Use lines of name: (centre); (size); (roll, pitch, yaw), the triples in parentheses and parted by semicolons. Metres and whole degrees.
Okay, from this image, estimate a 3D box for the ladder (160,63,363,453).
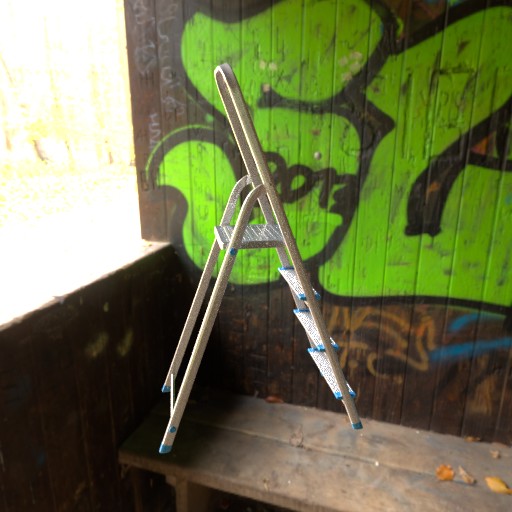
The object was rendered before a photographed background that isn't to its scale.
ladder: (0.000, 0.000, 1.807); (0.842, 1.434, 0.445); (-3, 17, -10)
